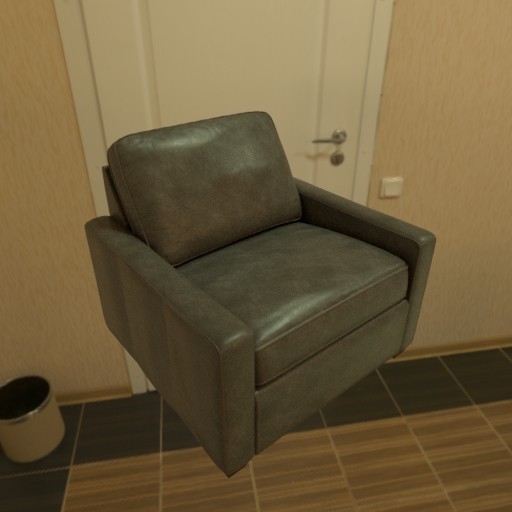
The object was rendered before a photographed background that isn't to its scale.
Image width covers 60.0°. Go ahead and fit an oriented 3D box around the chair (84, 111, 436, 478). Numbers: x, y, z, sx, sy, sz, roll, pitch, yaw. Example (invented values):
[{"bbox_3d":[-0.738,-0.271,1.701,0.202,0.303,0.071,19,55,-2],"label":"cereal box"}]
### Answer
[{"bbox_3d":[0.000,0.000,1.733,1.006,0.916,0.939,-22,37,-33],"label":"chair"}]
